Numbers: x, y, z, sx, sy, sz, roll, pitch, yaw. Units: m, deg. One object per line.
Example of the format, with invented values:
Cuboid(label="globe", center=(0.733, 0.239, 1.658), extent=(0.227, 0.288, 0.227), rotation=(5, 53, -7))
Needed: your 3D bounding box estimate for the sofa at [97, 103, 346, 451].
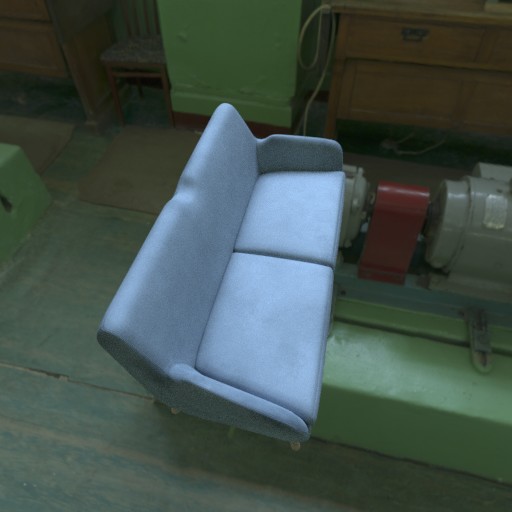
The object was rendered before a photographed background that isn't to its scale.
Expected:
Cuboid(label="sofa", center=(0.000, 0.000, 2.349), extent=(0.850, 0.810, 1.870), rotation=(9, 48, 8))
